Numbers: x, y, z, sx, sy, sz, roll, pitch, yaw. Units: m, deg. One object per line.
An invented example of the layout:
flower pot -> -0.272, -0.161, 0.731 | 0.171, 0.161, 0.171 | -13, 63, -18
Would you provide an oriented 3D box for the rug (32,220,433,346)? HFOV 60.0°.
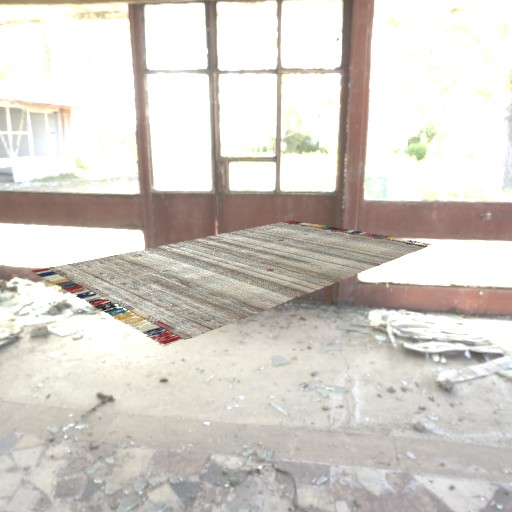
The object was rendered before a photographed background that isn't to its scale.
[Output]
rug -> 0.000, 0.000, 3.046 | 1.465, 0.012, 2.465 | 14, 20, 43
